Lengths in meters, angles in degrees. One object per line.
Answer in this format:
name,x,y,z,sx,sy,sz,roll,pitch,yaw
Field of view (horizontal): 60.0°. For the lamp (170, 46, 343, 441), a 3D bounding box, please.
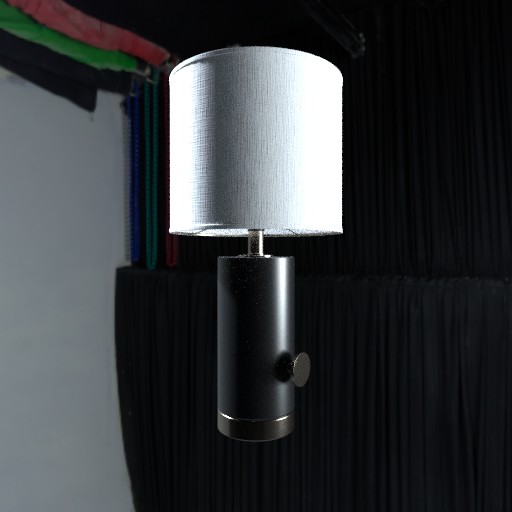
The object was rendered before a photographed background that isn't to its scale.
lamp,0.000,0.000,0.629,0.240,0.482,0.241,0,0,35
